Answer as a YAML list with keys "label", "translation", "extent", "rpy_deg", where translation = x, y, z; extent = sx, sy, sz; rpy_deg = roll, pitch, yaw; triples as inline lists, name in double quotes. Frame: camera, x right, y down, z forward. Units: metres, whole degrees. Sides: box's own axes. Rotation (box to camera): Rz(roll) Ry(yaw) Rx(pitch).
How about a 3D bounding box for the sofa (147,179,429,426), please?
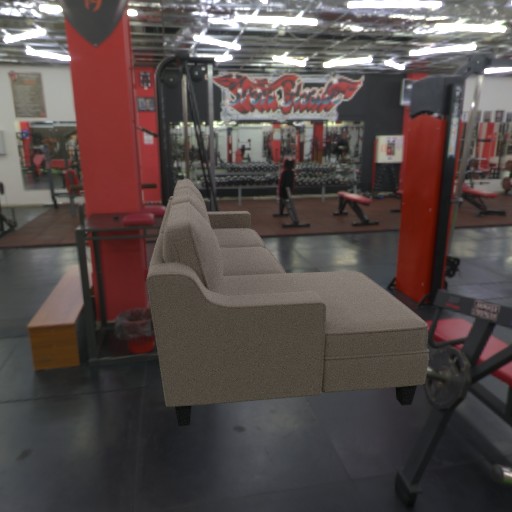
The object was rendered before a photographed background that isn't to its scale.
- label: "sofa"
  translation: [0.000, 0.000, 3.166]
  extent: [1.294, 0.928, 2.561]
  rpy_deg: [-2, 15, -8]
